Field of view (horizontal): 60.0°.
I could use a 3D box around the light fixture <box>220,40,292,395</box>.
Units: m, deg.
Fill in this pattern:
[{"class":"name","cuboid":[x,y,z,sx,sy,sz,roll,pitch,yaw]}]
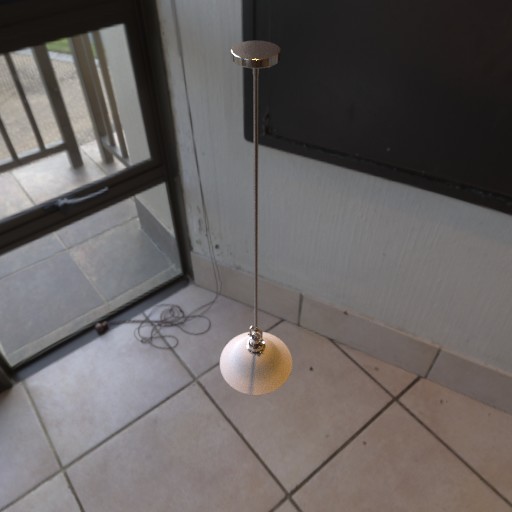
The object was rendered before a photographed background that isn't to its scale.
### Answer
[{"class":"light fixture","cuboid":[0.000,0.000,1.501,0.324,1.354,0.324,25,51,22]}]
